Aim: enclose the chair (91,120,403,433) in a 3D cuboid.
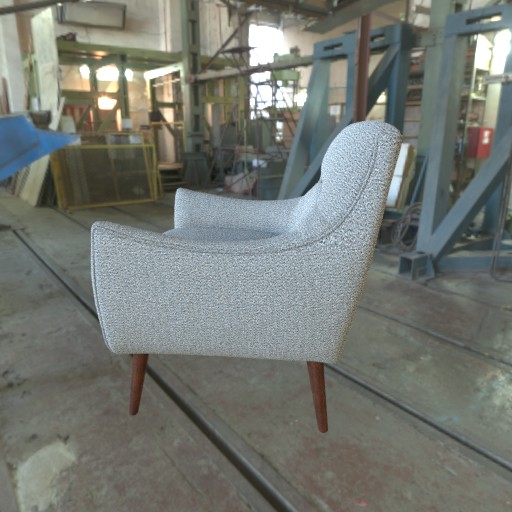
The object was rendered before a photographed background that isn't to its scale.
[{"bbox_3d":[0.000,0.000,1.442,0.787,0.838,0.762,2,16,8],"label":"chair"}]
